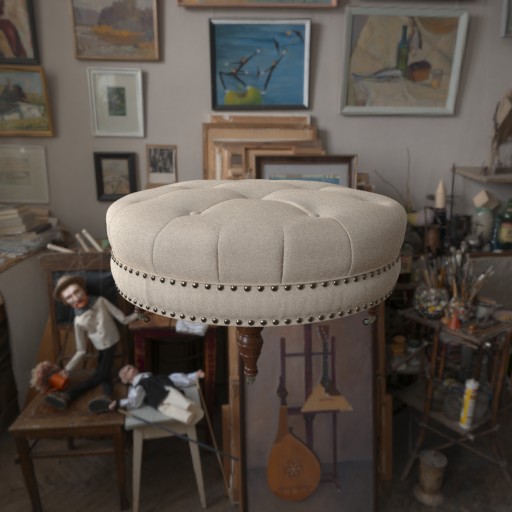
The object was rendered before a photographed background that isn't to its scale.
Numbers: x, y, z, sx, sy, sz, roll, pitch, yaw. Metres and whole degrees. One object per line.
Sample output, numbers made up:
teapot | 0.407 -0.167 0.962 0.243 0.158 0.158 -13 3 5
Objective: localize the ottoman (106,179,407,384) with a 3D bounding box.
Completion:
ottoman | 0.000 0.000 1.474 0.940 0.483 0.940 0 16 0
